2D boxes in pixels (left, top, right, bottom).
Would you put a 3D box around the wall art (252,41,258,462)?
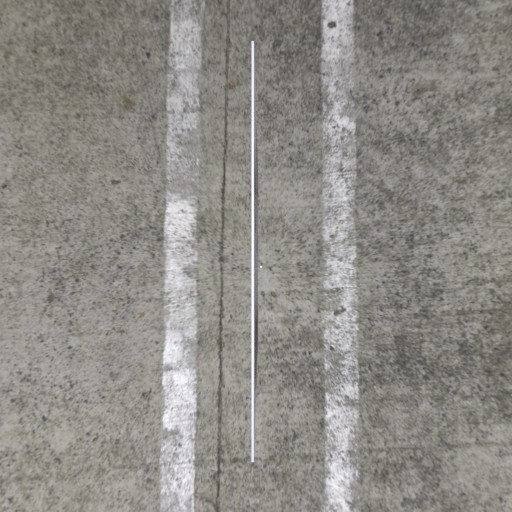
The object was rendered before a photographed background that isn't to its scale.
[{"bbox_3d":[0.000,0.000,0.786,0.003,0.609,0.457,0,89,1],"label":"wall art"}]
